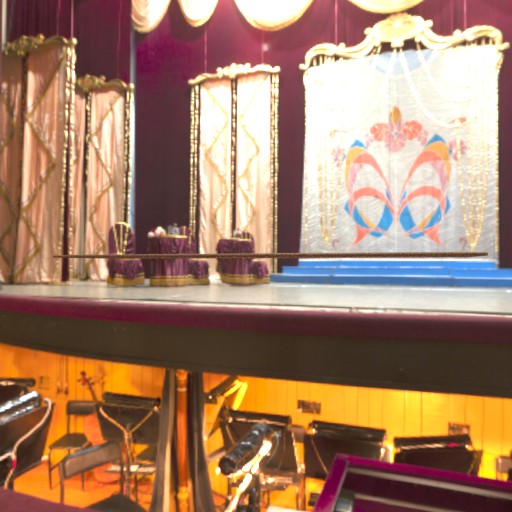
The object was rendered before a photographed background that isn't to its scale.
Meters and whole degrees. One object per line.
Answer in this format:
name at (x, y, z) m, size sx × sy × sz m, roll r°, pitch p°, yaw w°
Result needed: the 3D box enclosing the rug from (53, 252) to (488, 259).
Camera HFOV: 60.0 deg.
rug at (0.000, 0.000, 2.554) m, size 2.297 × 0.019 × 0.659 m, roll 0°, pitch -1°, yaw 18°
